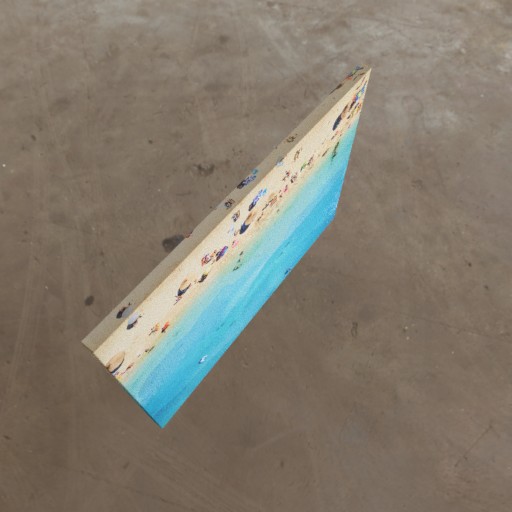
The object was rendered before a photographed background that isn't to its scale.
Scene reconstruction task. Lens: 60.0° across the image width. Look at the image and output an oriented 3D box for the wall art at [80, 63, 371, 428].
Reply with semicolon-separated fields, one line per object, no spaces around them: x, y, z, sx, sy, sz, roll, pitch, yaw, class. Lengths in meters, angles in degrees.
0.000;0.000;1.455;0.040;0.769;1.136;32;64;18;wall art
